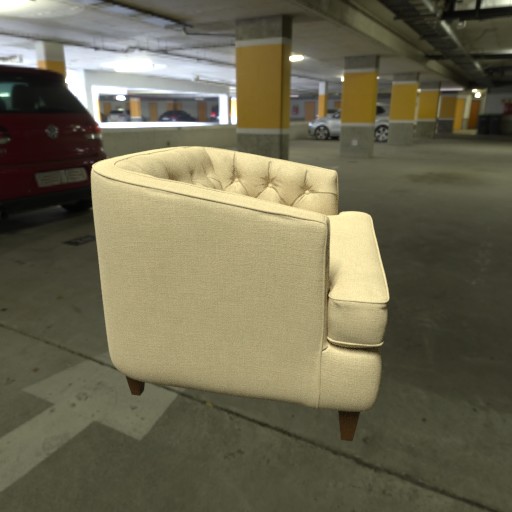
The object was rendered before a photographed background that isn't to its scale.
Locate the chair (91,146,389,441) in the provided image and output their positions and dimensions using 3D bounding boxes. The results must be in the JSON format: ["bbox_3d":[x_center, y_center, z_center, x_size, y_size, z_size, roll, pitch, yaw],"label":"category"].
[{"bbox_3d":[0.000,0.000,1.722,0.914,0.787,1.118,3,18,11],"label":"chair"}]
